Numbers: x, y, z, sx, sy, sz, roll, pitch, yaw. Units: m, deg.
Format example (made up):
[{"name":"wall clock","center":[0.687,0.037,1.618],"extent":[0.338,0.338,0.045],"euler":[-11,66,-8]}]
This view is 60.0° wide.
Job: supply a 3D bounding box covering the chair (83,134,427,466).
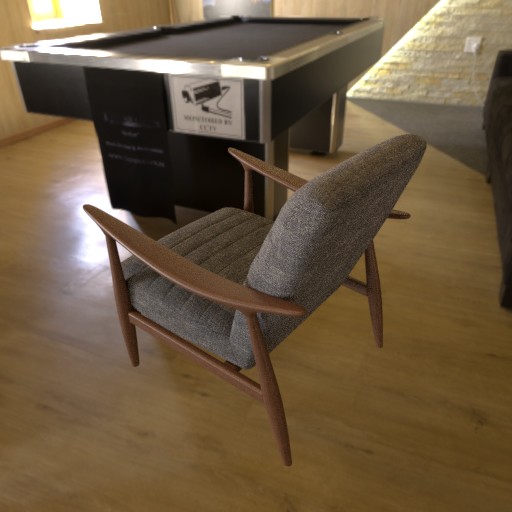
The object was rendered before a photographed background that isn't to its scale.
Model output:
[{"name":"chair","center":[0.000,0.000,1.445],"extent":[0.798,0.832,0.741],"euler":[23,39,32]}]
